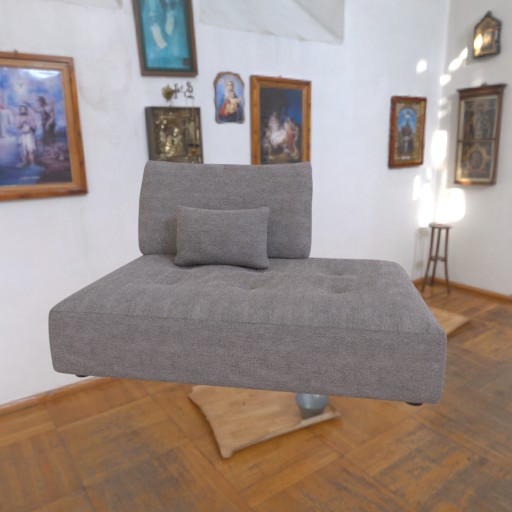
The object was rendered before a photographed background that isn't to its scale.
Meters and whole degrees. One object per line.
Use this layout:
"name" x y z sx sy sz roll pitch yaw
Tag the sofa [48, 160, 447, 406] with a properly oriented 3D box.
"sofa" 0.000 0.000 1.983 1.450 0.820 1.002 2 13 9
